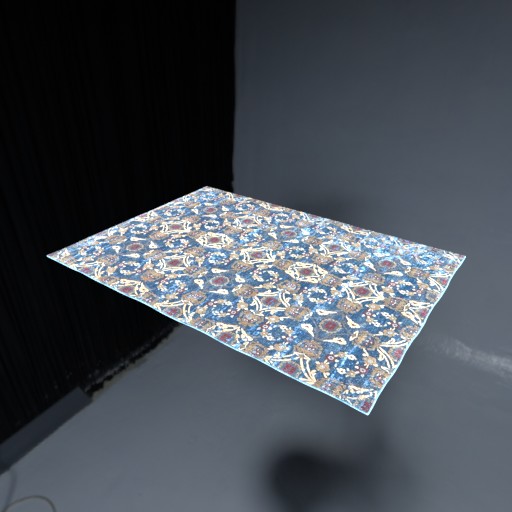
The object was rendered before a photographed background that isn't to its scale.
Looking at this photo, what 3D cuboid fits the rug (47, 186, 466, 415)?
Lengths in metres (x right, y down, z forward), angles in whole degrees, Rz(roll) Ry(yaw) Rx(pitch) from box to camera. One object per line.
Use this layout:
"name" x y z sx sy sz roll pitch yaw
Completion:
"rug" 0.000 0.000 2.859 2.207 0.014 1.567 19 35 31
